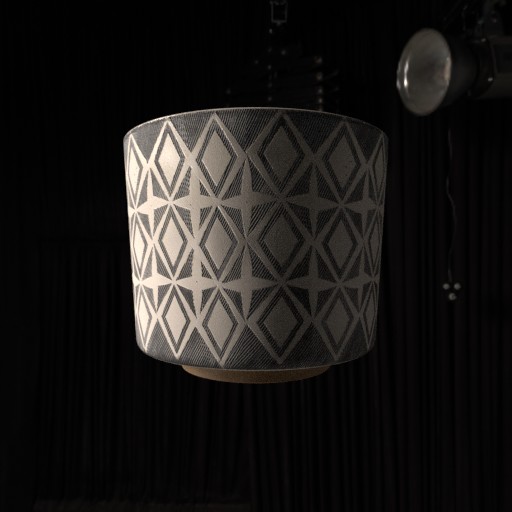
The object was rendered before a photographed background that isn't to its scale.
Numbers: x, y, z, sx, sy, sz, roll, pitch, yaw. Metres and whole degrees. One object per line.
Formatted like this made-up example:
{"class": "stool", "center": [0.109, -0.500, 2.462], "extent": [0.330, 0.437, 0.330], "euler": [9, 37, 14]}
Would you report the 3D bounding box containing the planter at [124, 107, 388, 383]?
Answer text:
{"class": "planter", "center": [0.000, 0.000, 0.455], "extent": [0.260, 0.220, 0.260], "euler": [0, 0, 0]}
